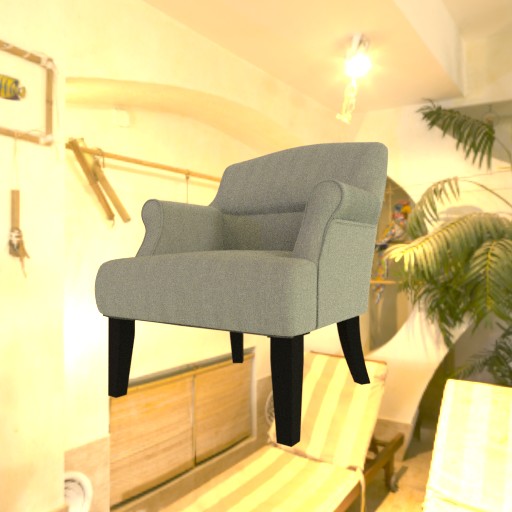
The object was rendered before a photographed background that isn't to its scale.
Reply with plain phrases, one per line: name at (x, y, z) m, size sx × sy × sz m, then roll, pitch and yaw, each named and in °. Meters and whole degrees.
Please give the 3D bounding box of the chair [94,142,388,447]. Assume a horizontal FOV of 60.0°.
chair at (0.000, 0.000, 1.482) m, size 0.772 × 0.880 × 0.755 m, roll 0°, pitch 0°, yaw 35°
